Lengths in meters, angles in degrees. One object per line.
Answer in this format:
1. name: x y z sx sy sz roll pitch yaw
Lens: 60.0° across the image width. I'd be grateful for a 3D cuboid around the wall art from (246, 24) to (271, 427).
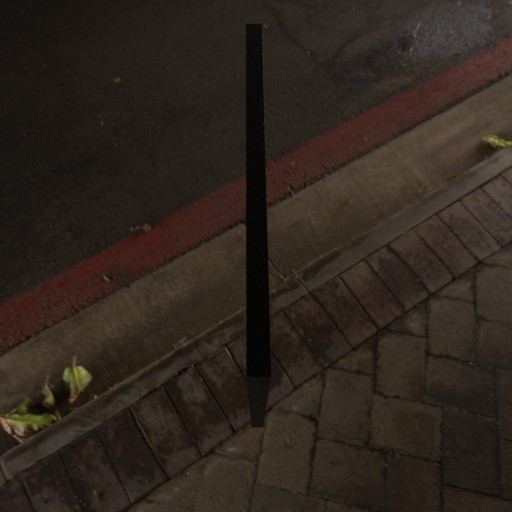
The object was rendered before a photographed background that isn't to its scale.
1. wall art: 0.000 0.000 1.137 0.036 0.755 0.756 -1 64 0
